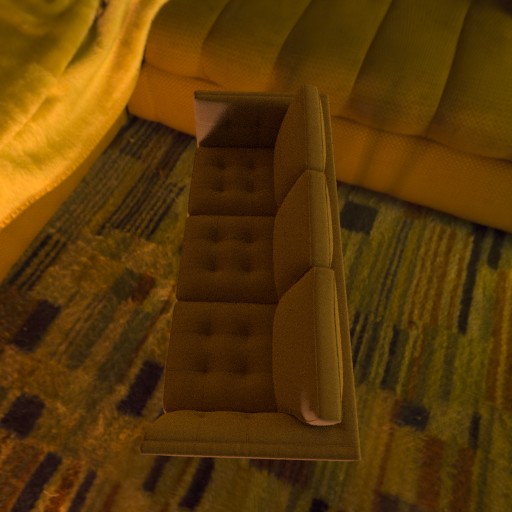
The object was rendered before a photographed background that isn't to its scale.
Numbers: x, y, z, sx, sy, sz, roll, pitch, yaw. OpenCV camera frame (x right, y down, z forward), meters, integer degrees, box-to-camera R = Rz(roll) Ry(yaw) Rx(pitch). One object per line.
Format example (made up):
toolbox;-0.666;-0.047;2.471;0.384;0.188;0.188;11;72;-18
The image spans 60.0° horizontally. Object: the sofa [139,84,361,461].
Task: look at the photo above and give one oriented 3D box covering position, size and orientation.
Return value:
sofa;0.000;0.000;2.774;0.965;0.940;2.388;1;58;1
